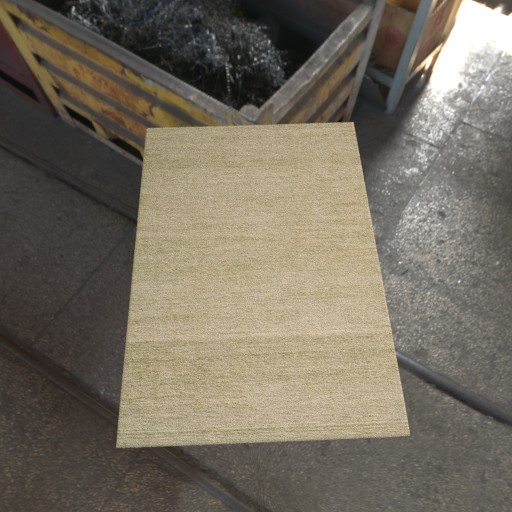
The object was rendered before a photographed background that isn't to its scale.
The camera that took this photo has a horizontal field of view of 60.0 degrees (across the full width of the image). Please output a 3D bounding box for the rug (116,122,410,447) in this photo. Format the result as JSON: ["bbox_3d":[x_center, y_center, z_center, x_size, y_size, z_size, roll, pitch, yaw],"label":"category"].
[{"bbox_3d":[0.000,0.000,5.067,2.782,0.025,3.935,-2,63,-1],"label":"rug"}]
